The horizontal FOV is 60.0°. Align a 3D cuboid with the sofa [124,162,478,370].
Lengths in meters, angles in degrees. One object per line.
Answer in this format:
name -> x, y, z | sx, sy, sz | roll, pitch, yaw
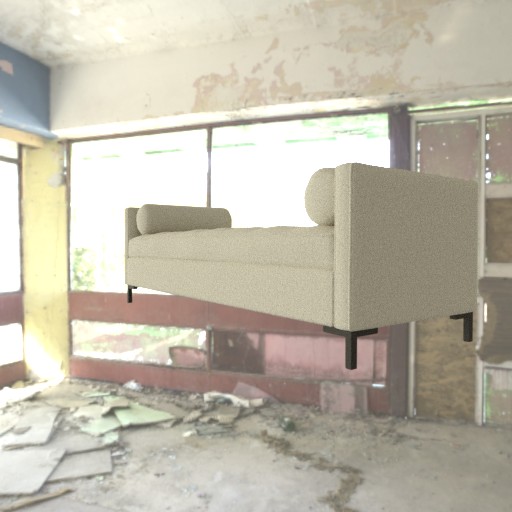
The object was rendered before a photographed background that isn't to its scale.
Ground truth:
sofa -> 0.000, 0.000, 2.315 | 0.746, 0.641, 1.985 | -1, 2, -36
